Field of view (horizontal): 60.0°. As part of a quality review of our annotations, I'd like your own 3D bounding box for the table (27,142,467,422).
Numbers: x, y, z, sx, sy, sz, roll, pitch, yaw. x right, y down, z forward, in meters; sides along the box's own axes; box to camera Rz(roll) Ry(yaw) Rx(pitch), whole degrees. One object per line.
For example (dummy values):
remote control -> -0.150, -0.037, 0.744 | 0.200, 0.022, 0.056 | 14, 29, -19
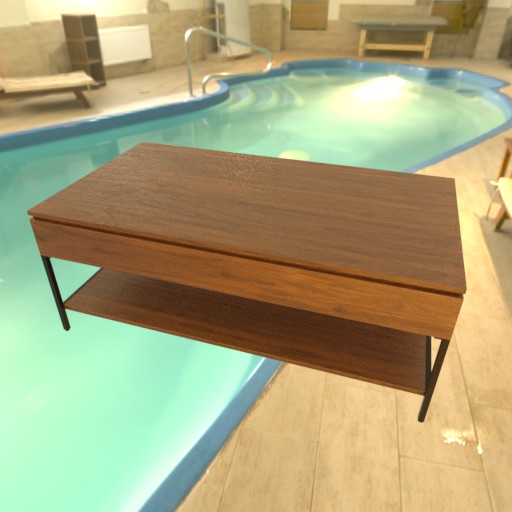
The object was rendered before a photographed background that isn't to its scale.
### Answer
table -> 0.000, 0.000, 1.345 | 1.057, 0.414, 0.574 | 10, 34, 15
